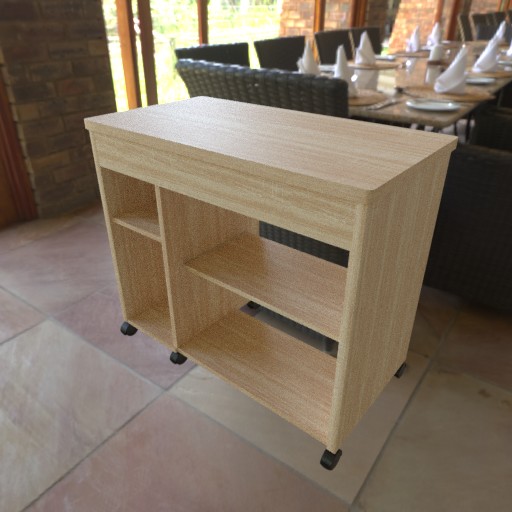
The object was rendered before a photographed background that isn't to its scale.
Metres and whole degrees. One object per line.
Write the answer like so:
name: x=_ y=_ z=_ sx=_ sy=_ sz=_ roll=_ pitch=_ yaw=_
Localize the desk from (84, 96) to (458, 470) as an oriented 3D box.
desk: x=0.000 y=0.000 z=1.345 sx=0.884 sy=0.770 sz=0.480 roll=22 pitch=36 yaw=33
